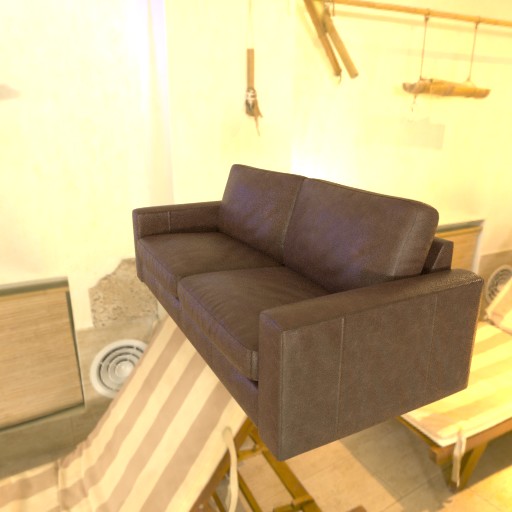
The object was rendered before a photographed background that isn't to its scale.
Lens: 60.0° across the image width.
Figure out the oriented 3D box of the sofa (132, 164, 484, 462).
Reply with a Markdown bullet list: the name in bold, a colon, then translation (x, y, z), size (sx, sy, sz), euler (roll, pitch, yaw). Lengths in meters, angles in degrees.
- **sofa**: translation (0.000, 0.000, 2.562), size (1.016, 0.873, 2.179), euler (-9, 19, -26)
